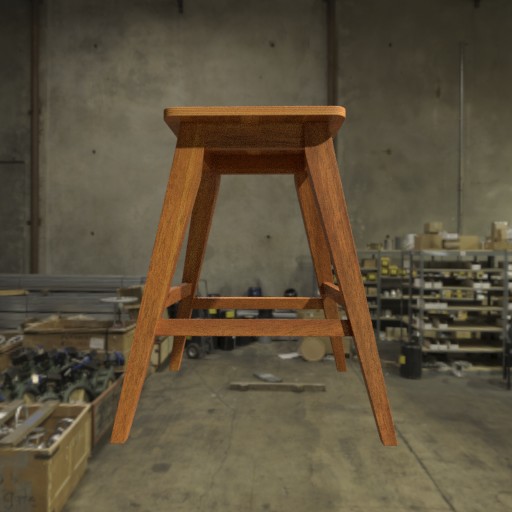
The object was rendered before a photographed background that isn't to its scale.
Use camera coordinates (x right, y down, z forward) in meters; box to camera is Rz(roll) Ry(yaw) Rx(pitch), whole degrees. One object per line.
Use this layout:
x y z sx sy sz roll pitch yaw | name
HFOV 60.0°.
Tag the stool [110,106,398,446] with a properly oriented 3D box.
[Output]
0.000 0.000 1.016 0.500 0.650 0.500 0 0 1 | stool
